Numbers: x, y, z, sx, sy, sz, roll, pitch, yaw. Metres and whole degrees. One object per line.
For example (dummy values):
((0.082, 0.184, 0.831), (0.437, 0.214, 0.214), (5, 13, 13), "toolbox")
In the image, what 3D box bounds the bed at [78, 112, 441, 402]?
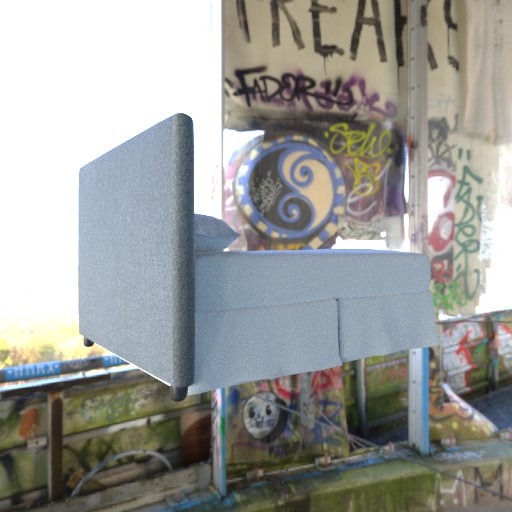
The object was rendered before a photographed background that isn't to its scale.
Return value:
((0.000, 0.000, 3.266), (2.142, 1.330, 1.723), (0, 1, -36), "bed")
